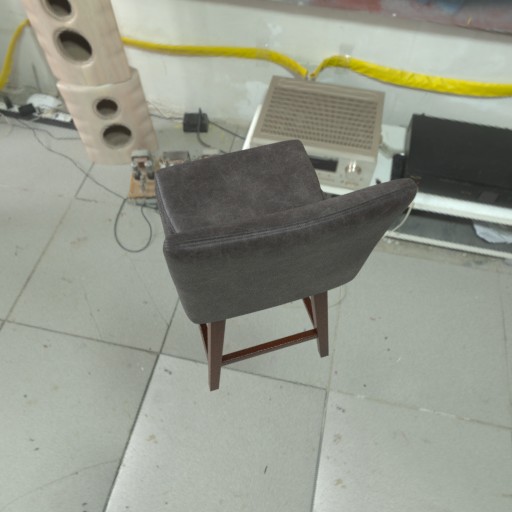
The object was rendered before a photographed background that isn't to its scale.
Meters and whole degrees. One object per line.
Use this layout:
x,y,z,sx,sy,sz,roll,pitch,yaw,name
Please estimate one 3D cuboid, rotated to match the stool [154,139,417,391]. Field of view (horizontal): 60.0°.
0.000,0.000,1.335,0.492,1.046,0.587,-15,59,-9,stool
